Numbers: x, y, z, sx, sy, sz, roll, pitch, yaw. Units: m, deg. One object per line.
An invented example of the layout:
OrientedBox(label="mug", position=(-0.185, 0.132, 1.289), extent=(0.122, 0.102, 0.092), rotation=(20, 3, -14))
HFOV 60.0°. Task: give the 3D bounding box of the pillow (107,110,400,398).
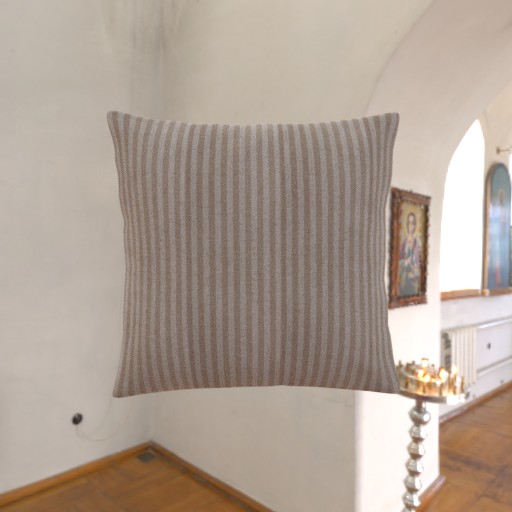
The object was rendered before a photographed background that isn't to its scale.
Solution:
OrientedBox(label="pillow", position=(0.000, 0.000, 0.793), extent=(0.523, 0.510, 0.166), rotation=(0, 1, -1))
